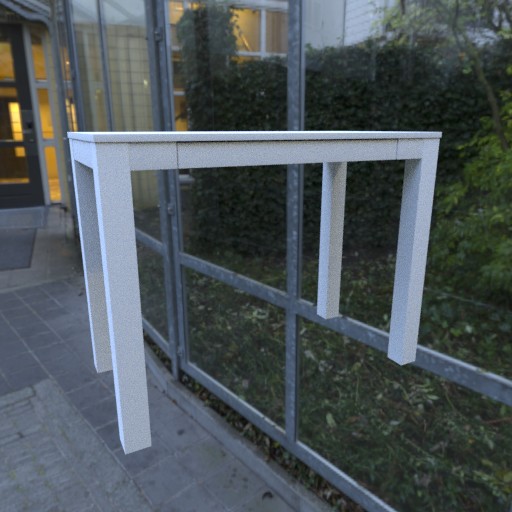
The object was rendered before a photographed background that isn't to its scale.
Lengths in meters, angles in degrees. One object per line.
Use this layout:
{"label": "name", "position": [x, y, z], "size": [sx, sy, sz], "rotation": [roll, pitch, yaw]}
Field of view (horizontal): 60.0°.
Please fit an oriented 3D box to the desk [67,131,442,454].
{"label": "desk", "position": [0.000, 0.000, 1.416], "size": [0.990, 0.762, 0.497], "rotation": [-8, 18, -27]}
